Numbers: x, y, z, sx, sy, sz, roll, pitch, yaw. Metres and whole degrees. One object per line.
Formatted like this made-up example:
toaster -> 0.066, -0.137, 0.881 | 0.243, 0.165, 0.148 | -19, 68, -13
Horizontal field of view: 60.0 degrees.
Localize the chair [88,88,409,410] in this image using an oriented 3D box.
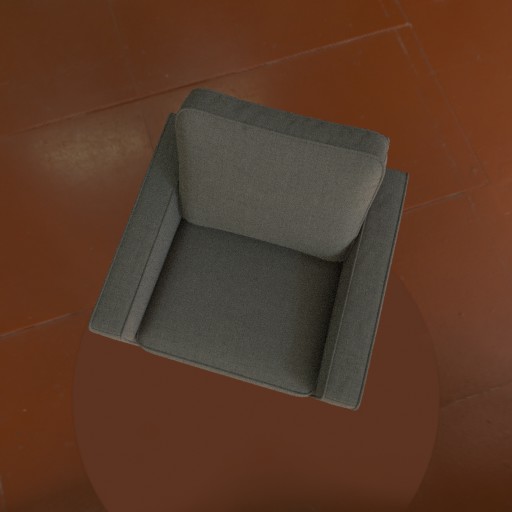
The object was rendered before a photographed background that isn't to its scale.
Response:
chair -> 0.000, 0.000, 1.750 | 1.017, 0.919, 0.940 | 15, 75, 4
